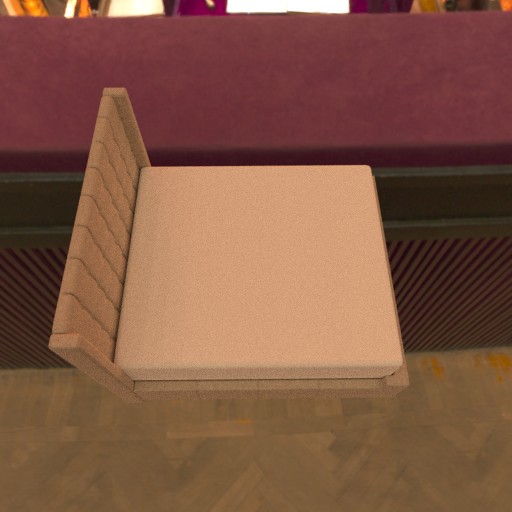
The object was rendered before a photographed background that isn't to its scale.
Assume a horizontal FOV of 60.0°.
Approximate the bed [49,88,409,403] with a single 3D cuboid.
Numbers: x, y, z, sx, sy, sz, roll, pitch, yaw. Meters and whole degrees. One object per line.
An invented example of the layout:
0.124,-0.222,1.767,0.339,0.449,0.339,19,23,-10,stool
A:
0.000,0.000,3.688,2.370,1.743,2.045,-1,62,0,bed
